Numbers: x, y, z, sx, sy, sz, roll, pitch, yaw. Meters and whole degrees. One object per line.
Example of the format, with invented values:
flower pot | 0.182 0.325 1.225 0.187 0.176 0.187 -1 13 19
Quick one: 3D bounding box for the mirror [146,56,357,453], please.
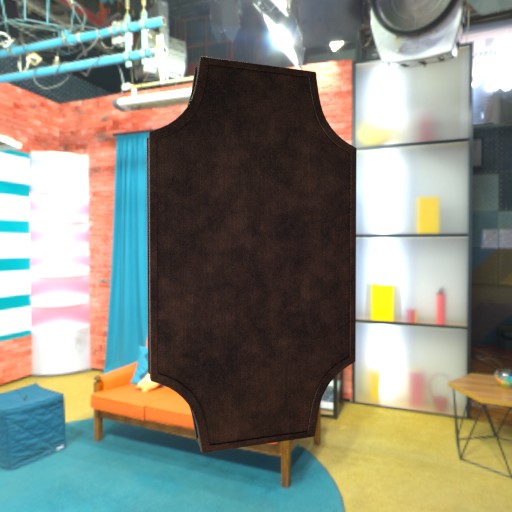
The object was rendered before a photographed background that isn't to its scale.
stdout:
mirror | 0.000 0.000 0.976 0.462 0.811 0.066 0 1 -18
